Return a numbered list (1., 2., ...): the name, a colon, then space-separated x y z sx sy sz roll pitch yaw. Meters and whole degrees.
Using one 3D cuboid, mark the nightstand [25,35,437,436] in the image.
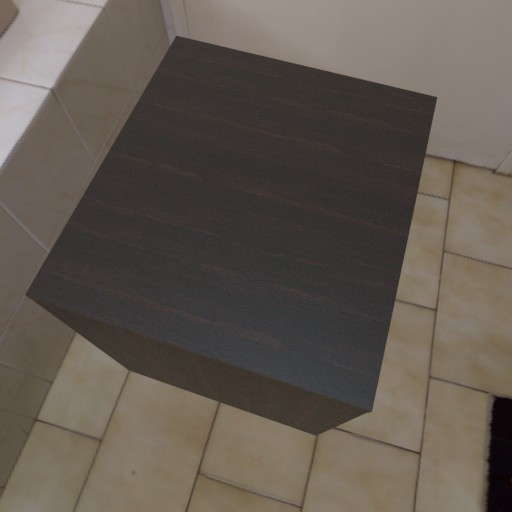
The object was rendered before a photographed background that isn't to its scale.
1. nightstand: 0.000 0.000 0.777 0.400 0.460 0.461 17 66 8
